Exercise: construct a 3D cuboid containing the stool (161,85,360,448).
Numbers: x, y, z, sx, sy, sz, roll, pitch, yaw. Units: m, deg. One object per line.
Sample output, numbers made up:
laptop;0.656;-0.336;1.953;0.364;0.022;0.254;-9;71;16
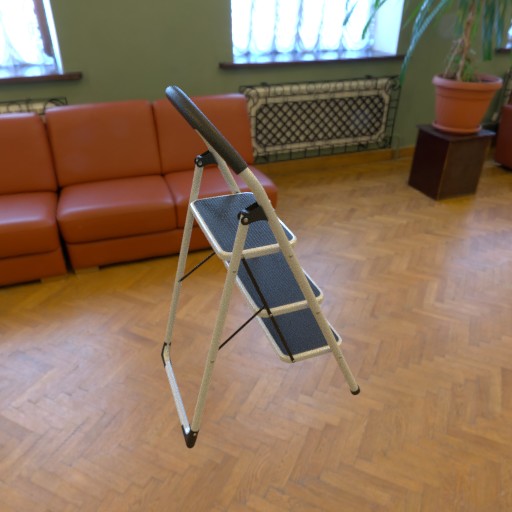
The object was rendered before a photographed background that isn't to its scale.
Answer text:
stool;0.000;0.000;1.491;0.676;1.109;0.485;-11;33;-18
